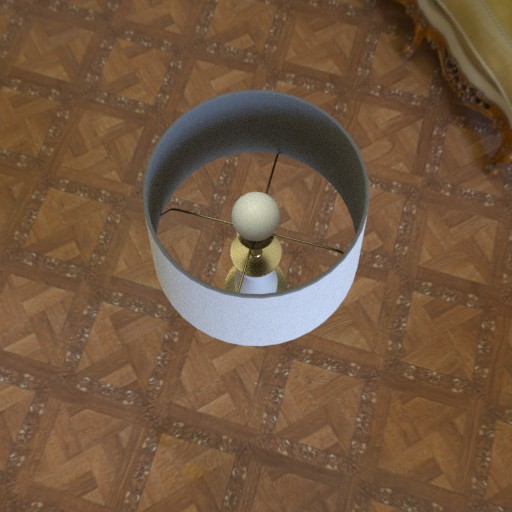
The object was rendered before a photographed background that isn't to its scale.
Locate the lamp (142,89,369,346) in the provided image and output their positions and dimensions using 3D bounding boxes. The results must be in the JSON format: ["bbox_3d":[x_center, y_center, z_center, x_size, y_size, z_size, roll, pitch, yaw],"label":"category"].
[{"bbox_3d":[0.000,0.000,0.739,0.309,0.545,0.309,0,74,0],"label":"lamp"}]
